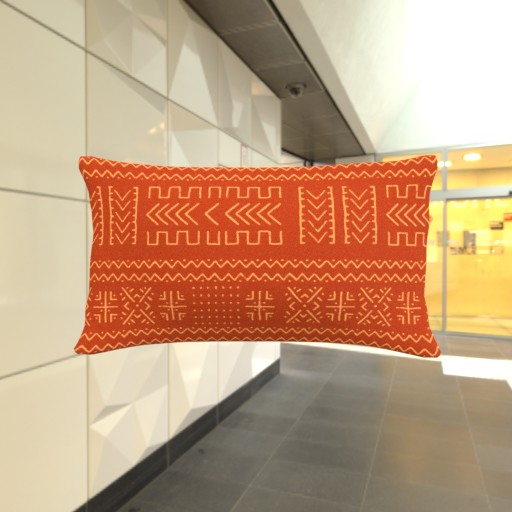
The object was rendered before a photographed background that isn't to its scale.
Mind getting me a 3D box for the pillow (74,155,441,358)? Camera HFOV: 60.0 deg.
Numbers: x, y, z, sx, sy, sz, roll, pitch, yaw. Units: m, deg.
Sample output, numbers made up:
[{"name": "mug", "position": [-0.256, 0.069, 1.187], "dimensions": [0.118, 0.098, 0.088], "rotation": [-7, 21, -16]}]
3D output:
[{"name": "pillow", "position": [0.000, 0.000, 0.783], "dimensions": [0.640, 0.352, 0.130], "rotation": [0, 1, 1]}]
